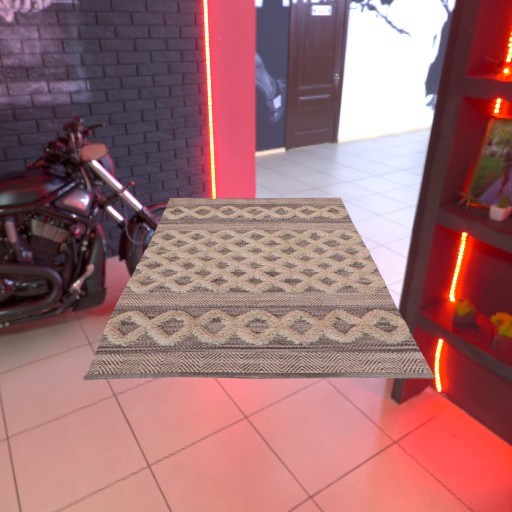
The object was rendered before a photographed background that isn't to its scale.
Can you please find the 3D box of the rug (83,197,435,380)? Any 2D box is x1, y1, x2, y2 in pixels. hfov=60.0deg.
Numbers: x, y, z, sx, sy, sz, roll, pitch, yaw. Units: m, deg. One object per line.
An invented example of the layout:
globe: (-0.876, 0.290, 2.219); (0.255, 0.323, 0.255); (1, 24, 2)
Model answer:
rug: (0.000, 0.000, 2.333); (1.222, 0.030, 1.823); (0, 27, 0)
